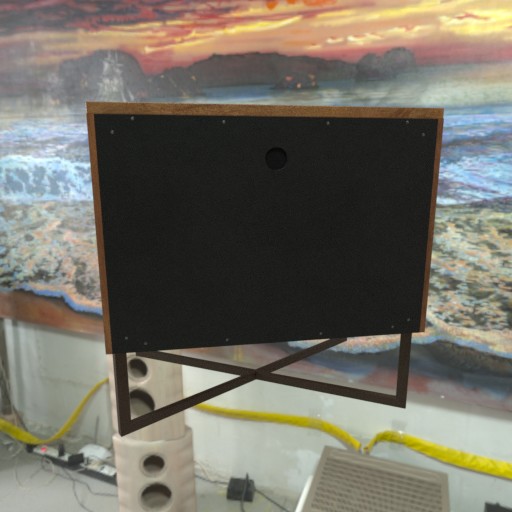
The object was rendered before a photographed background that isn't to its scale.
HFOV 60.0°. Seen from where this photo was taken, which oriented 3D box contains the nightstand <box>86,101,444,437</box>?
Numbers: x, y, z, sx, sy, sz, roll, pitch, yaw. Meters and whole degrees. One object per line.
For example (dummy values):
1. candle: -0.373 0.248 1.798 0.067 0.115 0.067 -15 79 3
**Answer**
1. nightstand: 0.000 0.000 1.016 0.613 0.615 0.427 -2 13 -9
